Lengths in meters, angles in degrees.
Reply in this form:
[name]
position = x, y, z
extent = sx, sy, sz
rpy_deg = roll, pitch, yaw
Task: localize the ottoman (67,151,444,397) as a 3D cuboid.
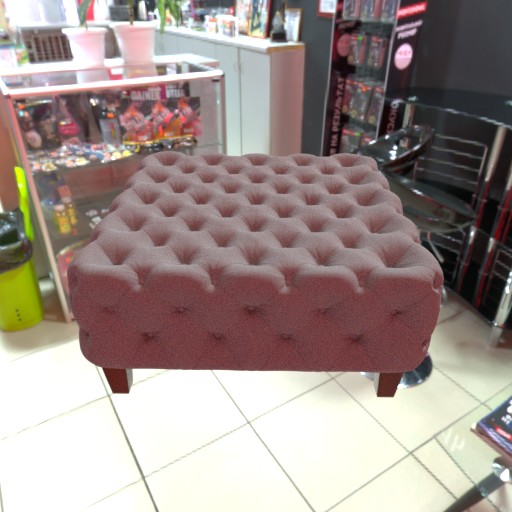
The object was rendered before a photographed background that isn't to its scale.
[ottoman]
position = 0.000, 0.000, 1.459
extent = 0.917, 0.439, 0.911
rpy_deg = 1, 31, 1
